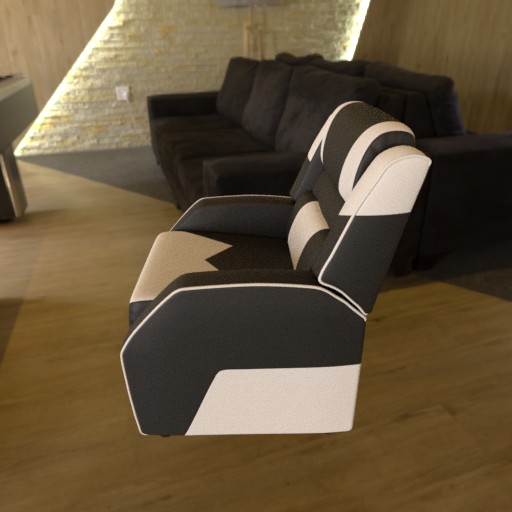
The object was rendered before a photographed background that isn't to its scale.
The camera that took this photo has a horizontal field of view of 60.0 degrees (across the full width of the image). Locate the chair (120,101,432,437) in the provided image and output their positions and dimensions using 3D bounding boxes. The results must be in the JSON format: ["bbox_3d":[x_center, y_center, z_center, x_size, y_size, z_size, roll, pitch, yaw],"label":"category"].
[{"bbox_3d":[0.000,0.000,1.273,0.672,0.805,0.620,-1,27,-1],"label":"chair"}]
